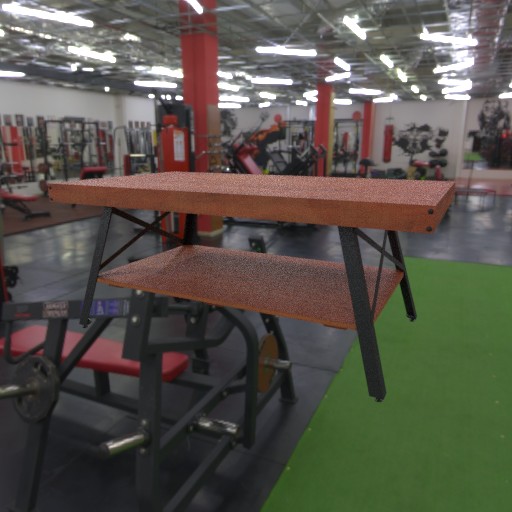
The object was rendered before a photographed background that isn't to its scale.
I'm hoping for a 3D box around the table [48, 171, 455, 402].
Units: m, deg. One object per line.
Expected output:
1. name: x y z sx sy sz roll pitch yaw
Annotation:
1. table: 0.000 0.000 1.390 1.067 0.457 0.610 7 16 26
